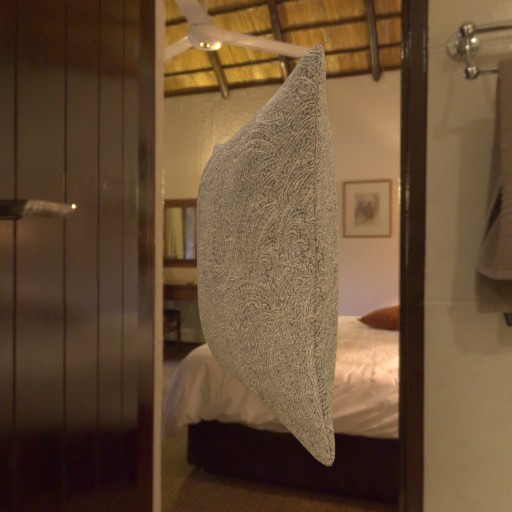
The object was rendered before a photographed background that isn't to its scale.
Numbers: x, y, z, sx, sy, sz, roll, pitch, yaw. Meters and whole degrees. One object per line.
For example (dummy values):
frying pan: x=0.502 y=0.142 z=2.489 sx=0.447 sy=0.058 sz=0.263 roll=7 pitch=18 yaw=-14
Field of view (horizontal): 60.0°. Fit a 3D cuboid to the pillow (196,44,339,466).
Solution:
pillow: x=0.000 y=0.000 z=0.769 sx=0.166 sy=0.510 sz=0.523 roll=0 pitch=0 yaw=-19
